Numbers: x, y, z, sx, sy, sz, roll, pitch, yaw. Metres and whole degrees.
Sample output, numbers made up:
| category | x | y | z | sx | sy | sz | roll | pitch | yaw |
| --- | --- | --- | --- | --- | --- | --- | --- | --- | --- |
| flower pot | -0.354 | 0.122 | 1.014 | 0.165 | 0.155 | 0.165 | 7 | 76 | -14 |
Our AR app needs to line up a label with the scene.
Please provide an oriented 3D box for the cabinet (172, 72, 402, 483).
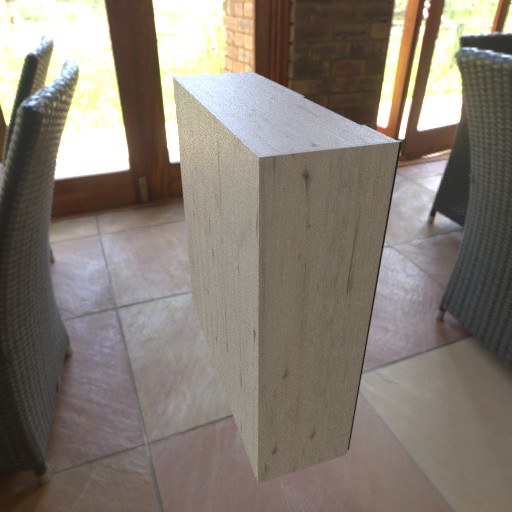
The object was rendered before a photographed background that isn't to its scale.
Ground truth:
| category | x | y | z | sx | sy | sz | roll | pitch | yaw |
| --- | --- | --- | --- | --- | --- | --- | --- | --- | --- |
| cabinet | 0.000 | 0.000 | 3.214 | 0.660 | 2.180 | 2.000 | -10 | 33 | -16 |
